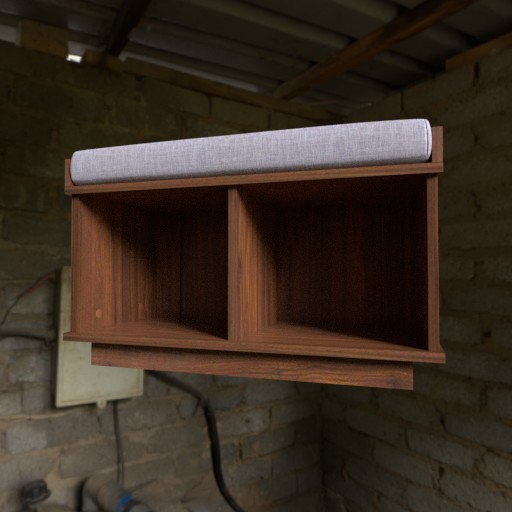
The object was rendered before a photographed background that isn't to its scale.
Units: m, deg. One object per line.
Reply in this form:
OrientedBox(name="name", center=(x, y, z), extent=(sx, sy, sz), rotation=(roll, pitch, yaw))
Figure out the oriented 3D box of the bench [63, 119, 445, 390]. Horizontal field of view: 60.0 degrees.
OrientedBox(name="bench", center=(0.000, 0.000, 0.979), extent=(0.734, 0.461, 0.362), rotation=(0, -2, 17))
